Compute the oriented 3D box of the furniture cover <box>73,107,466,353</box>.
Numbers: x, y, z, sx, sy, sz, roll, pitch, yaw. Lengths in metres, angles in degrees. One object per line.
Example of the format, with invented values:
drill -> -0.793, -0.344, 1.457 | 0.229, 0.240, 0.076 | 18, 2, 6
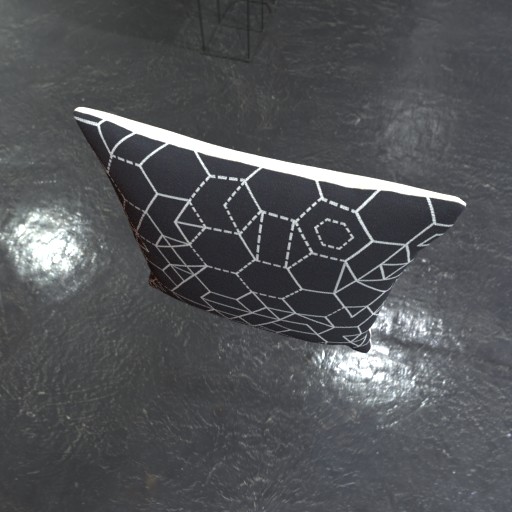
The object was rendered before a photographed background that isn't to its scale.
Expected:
furniture cover -> 0.000, 0.000, 0.773 | 0.517, 0.508, 0.158 | 15, 60, 9
